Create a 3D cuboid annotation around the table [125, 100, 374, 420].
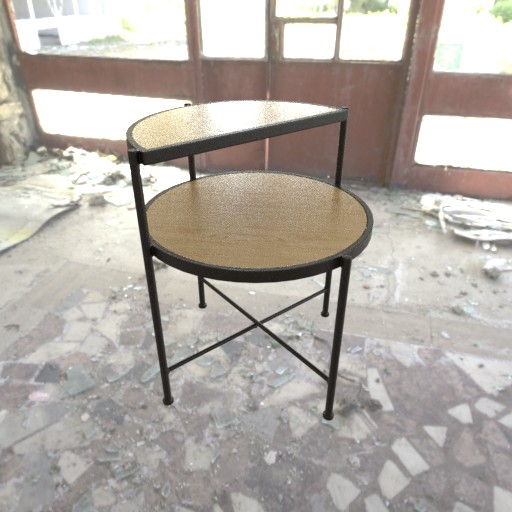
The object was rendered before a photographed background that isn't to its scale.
[{"bbox_3d":[0.000,0.000,1.174,0.629,0.684,0.628,-22,37,-32],"label":"table"}]
